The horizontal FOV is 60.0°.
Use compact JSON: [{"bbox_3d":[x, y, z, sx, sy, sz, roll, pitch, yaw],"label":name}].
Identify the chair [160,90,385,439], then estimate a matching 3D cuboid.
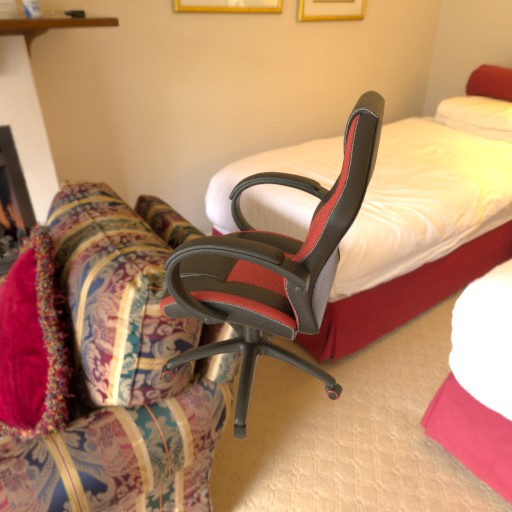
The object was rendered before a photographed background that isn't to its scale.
[{"bbox_3d":[0.000,0.000,1.680,0.783,1.189,0.750,9,31,15],"label":"chair"}]
